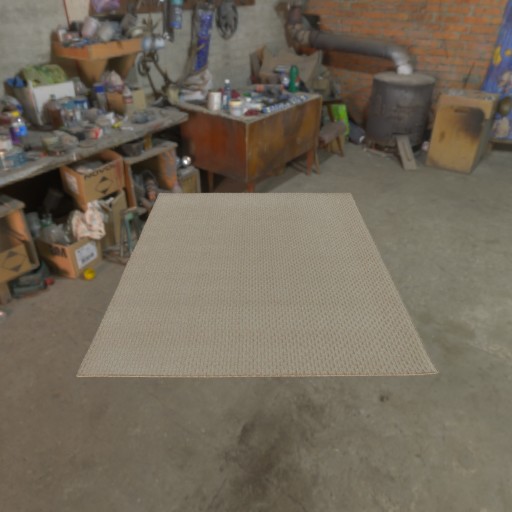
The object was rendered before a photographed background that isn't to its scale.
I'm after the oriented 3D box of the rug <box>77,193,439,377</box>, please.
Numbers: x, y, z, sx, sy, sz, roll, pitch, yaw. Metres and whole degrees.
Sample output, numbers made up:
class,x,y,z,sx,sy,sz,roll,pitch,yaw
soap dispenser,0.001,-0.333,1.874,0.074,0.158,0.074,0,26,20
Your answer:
class,x,y,z,sx,sy,sz,roll,pitch,yaw
rug,0.000,0.000,4.012,2.277,0.035,2.897,0,31,0
